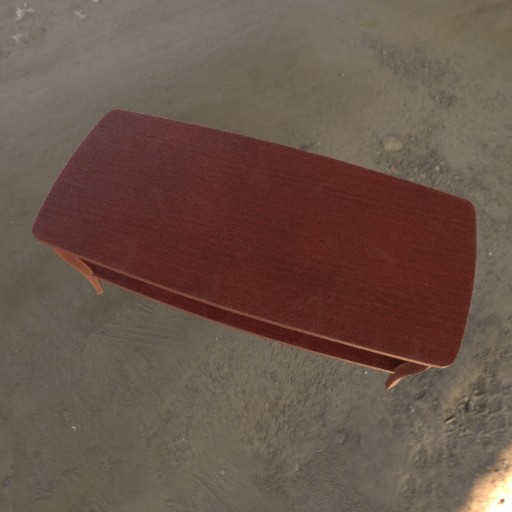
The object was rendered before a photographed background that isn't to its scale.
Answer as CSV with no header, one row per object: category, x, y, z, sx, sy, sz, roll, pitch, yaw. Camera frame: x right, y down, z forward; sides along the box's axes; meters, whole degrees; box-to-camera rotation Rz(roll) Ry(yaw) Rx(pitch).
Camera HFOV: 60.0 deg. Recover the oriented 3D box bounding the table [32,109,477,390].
table,0.000,0.000,1.467,1.216,0.473,0.561,17,64,8
